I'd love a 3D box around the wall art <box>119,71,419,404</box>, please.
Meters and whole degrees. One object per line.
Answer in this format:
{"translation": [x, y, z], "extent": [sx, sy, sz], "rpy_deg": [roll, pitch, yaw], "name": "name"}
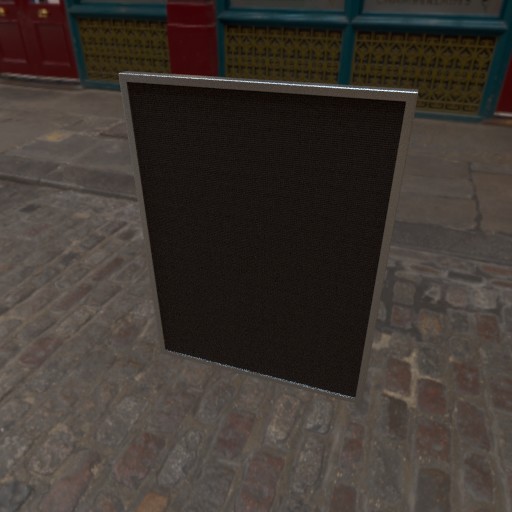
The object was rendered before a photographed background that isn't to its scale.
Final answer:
{"translation": [0.000, 0.000, 1.421], "extent": [0.801, 1.062, 0.037], "rpy_deg": [10, 33, 16], "name": "wall art"}
